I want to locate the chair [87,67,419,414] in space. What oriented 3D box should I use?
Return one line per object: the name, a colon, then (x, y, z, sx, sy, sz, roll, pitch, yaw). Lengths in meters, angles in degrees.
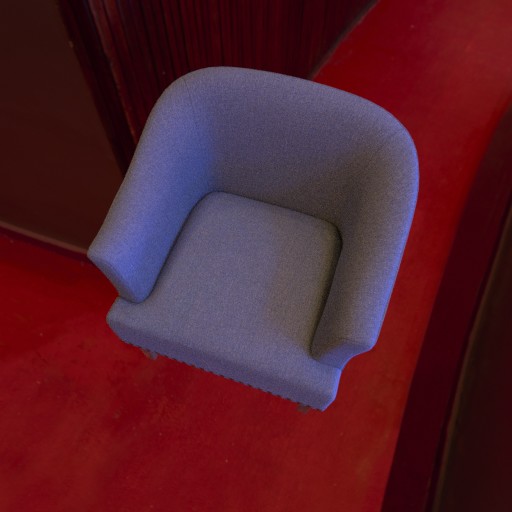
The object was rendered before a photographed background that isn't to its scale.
chair: (0.000, 0.000, 1.398, 0.798, 0.815, 0.704, 17, 60, 10)
